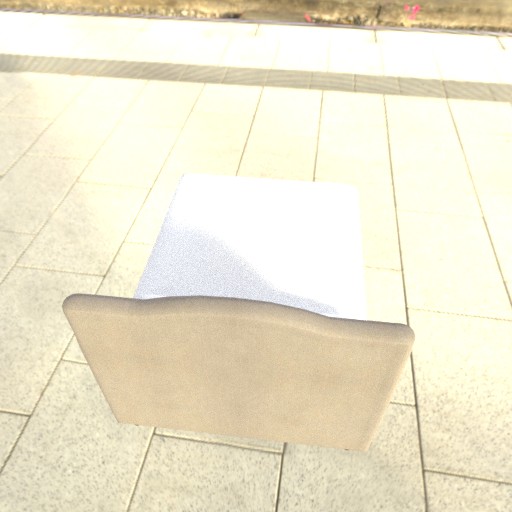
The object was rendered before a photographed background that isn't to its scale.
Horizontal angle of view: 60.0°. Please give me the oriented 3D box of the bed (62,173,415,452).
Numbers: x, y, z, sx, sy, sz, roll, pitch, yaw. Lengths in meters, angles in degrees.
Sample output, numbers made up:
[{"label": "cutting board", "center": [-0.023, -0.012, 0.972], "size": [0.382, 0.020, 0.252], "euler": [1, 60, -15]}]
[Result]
[{"label": "bed", "center": [0.000, 0.000, 3.240], "size": [1.744, 1.441, 2.128], "euler": [5, 46, 5]}]
